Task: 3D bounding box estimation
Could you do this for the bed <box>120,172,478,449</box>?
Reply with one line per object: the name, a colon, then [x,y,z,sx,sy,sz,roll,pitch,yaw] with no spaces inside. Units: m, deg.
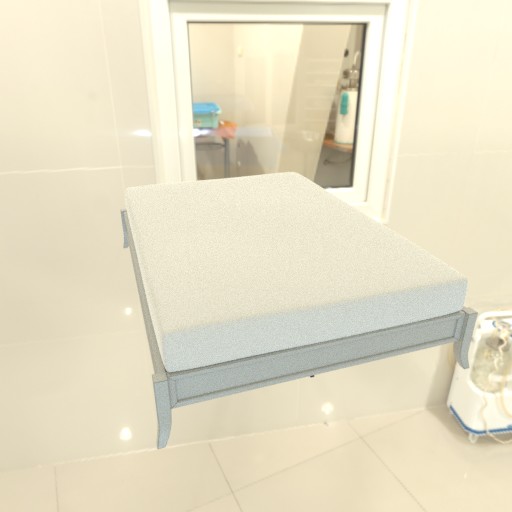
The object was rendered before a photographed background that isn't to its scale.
bed: [0.000,0.000,2.626,1.460,0.510,1.985,-8,26,-17]
